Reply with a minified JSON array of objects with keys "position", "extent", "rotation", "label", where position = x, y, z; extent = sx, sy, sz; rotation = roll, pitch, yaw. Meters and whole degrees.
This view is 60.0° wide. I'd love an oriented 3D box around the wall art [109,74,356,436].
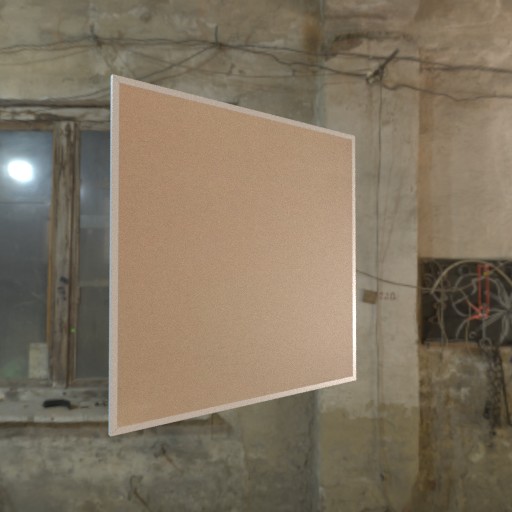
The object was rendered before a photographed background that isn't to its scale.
[{"position":[0.000,0.000,1.234],"extent":[0.809,0.809,0.012],"rotation":[1,-1,-36],"label":"wall art"}]
